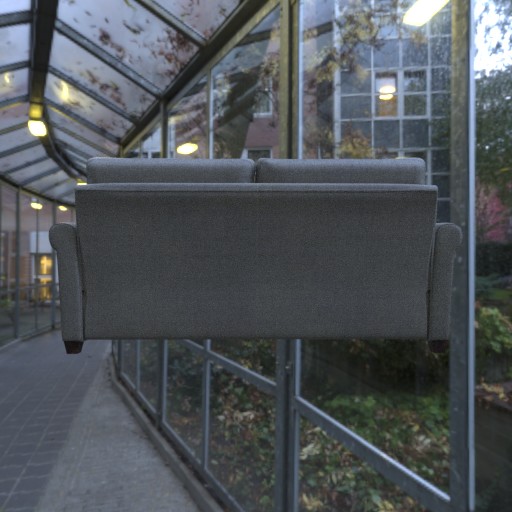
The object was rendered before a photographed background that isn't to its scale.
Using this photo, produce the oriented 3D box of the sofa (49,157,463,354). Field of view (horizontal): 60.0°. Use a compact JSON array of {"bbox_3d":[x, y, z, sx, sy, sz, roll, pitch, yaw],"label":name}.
[{"bbox_3d":[0.000,0.000,2.388,1.935,0.942,0.842,0,-1,-1],"label":"sofa"}]
